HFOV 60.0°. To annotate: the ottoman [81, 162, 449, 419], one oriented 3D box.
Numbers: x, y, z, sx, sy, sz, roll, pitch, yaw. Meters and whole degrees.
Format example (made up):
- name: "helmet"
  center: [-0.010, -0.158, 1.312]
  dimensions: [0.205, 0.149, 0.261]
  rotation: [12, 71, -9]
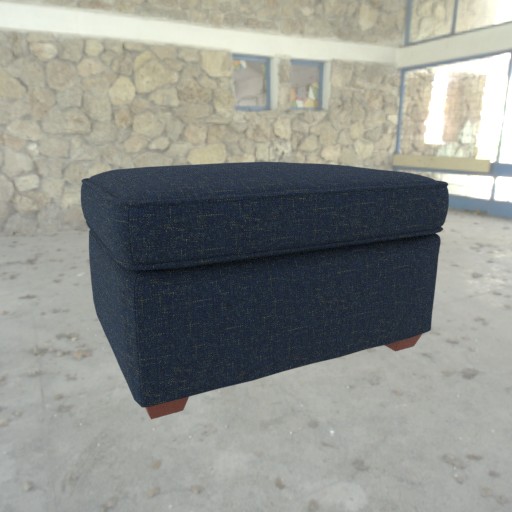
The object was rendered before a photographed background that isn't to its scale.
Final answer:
- name: "ottoman"
  center: [0.000, 0.000, 1.095]
  dimensions: [0.749, 0.450, 0.549]
  rotation: [-7, 16, -26]
